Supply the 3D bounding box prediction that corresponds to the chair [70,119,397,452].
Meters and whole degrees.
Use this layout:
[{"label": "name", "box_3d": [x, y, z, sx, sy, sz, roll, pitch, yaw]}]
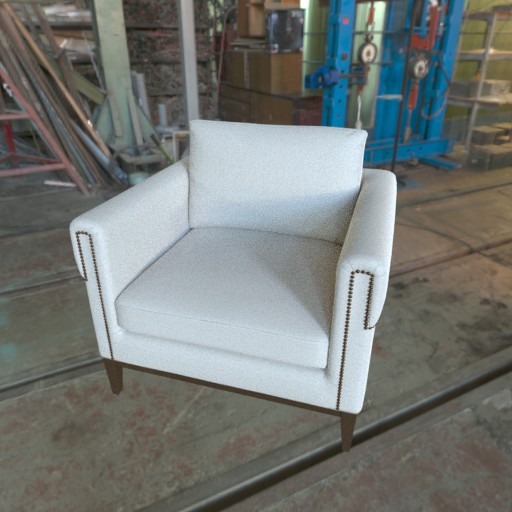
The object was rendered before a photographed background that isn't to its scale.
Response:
[{"label": "chair", "box_3d": [0.000, 0.000, 1.713, 0.982, 0.915, 0.896, 8, 28, 15]}]
